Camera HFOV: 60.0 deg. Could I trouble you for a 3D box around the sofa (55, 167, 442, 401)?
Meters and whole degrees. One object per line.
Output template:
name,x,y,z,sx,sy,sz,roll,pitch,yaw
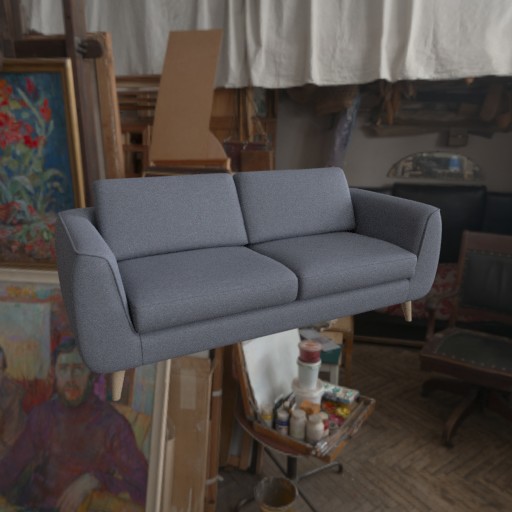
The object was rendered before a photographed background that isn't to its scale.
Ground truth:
sofa,0.000,0.000,2.511,2.000,0.870,0.920,-8,18,-27
